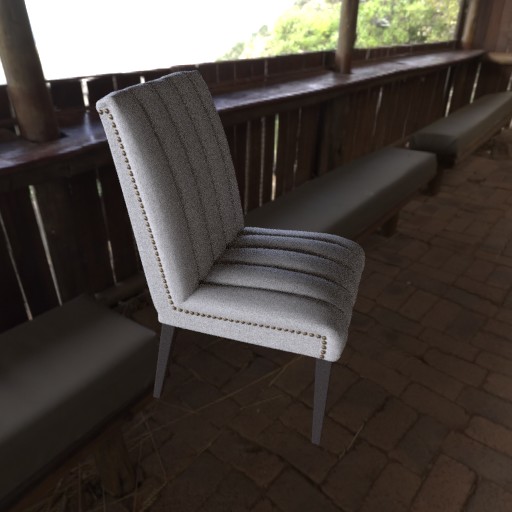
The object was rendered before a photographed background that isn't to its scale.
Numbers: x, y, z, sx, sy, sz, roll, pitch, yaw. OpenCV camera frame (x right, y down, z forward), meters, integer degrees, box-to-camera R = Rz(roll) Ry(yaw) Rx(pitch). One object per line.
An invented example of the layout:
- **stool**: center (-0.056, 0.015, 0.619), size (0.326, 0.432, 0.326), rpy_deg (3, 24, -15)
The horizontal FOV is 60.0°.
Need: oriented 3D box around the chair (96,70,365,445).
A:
- **chair**: center (0.000, 0.000, 1.391), size (0.647, 1.016, 0.511), rpy_deg (10, 32, 16)
